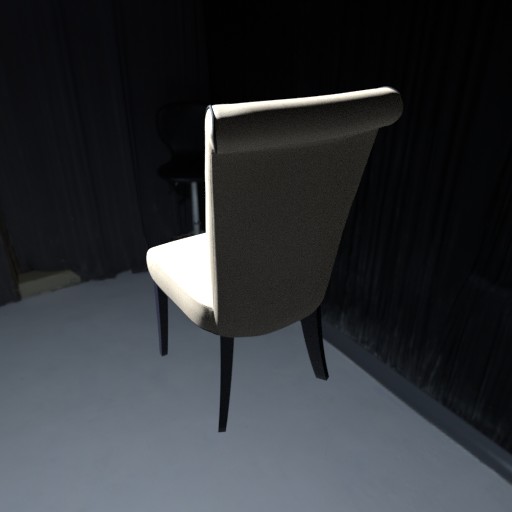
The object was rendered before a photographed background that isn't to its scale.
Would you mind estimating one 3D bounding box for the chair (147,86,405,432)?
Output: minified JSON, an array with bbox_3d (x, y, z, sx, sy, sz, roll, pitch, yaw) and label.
[{"bbox_3d":[0.000,0.000,1.358,0.522,0.997,0.623,-17,33,-28],"label":"chair"}]
